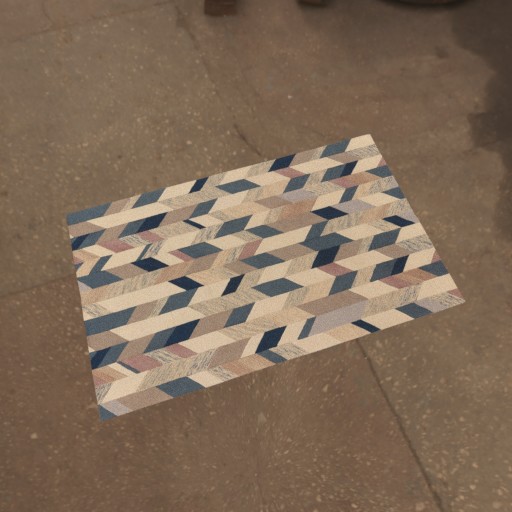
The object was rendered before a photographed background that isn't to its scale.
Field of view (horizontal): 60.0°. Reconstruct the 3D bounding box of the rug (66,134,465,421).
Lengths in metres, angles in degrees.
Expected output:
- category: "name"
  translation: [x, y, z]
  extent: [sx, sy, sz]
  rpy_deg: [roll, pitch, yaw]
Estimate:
- category: "rug"
  translation: [0.000, 0.000, 3.084]
  extent: [2.423, 0.008, 1.513]
  rpy_deg: [-16, 65, -8]
